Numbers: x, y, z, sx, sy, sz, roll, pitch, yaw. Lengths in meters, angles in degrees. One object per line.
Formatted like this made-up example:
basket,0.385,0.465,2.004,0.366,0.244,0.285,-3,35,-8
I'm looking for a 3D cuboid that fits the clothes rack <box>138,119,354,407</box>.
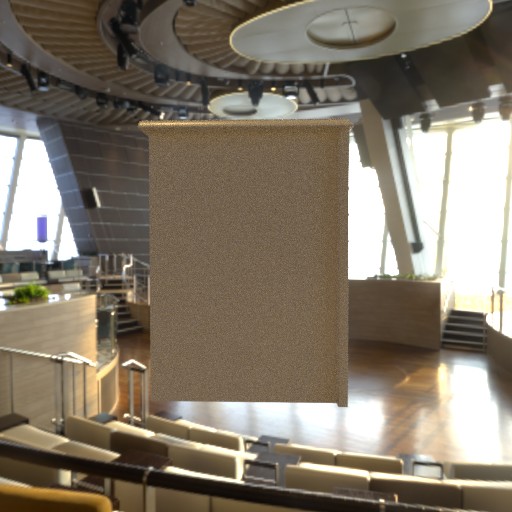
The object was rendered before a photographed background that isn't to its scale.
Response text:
clothes rack,0.000,0.000,1.447,0.405,0.558,1.218,0,2,2
